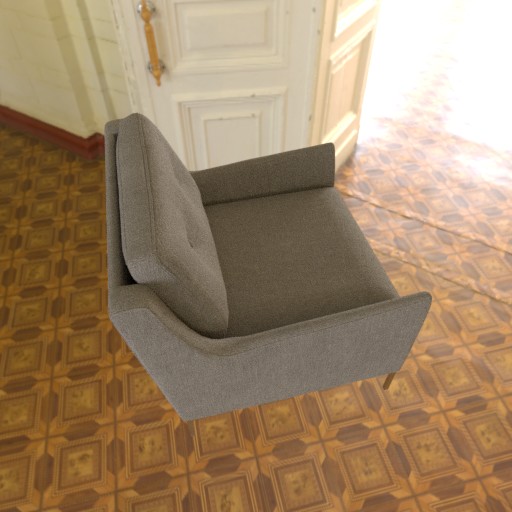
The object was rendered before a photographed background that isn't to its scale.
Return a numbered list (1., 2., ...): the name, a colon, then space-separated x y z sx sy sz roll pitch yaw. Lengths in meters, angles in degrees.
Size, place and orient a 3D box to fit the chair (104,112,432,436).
1. chair: 0.000 0.000 1.529 0.849 0.828 0.847 -10 48 -9
